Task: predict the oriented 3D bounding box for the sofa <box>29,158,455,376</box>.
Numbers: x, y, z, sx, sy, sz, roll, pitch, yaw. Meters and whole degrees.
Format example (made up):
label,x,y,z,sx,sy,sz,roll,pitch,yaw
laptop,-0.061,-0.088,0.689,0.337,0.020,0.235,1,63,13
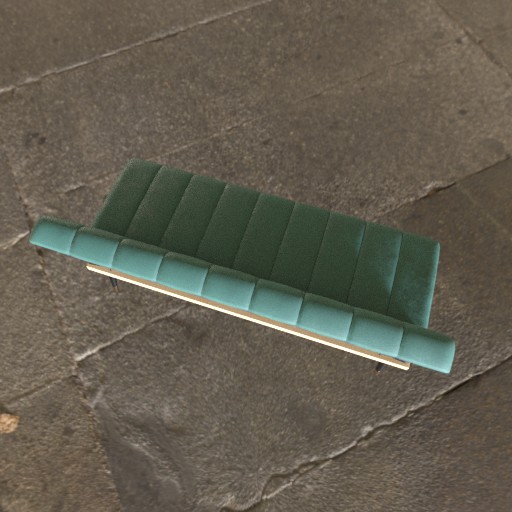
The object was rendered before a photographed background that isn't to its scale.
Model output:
label,x,y,z,sx,sy,sz,roll,pitch,yaw
sofa,0.000,0.000,2.283,1.810,0.820,0.830,16,65,8
